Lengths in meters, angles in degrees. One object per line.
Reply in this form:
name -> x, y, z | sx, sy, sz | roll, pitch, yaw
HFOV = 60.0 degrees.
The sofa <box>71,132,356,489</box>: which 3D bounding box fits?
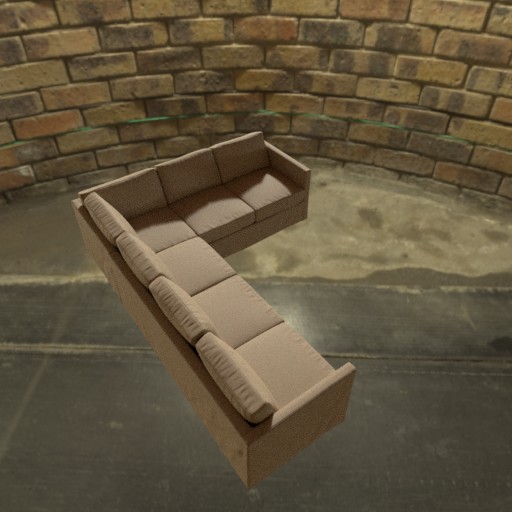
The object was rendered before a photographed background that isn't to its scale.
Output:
sofa -> 0.000, 0.000, 4.285 | 2.432, 0.871, 3.182 | -26, 48, -26
